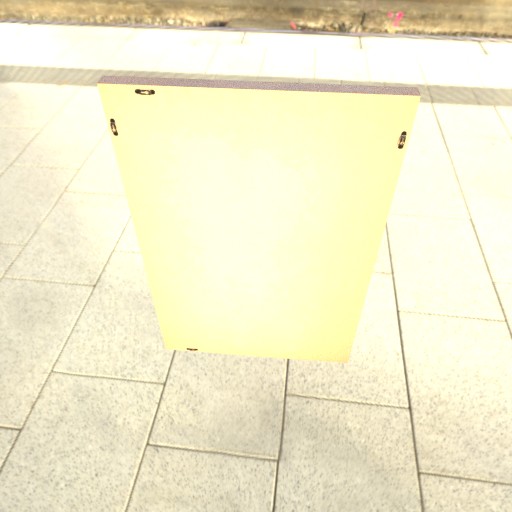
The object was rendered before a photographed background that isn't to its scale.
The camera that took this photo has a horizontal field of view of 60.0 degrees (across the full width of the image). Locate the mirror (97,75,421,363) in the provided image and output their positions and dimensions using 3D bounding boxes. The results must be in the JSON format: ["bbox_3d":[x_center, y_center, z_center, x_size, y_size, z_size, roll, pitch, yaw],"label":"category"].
[{"bbox_3d":[0.000,0.000,1.164,0.609,0.915,0.040,4,45,4],"label":"mirror"}]
